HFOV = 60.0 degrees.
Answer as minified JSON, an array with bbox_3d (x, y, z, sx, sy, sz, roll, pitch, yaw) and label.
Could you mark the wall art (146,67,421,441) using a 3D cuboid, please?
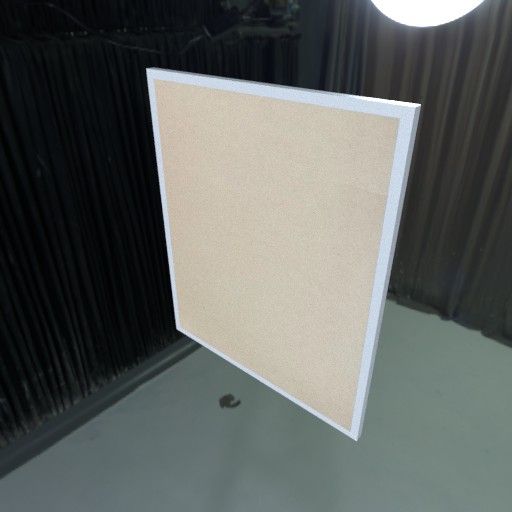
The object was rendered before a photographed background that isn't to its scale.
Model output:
[{"bbox_3d":[0.000,0.000,0.620,0.382,0.456,0.013,23,37,34],"label":"wall art"}]
